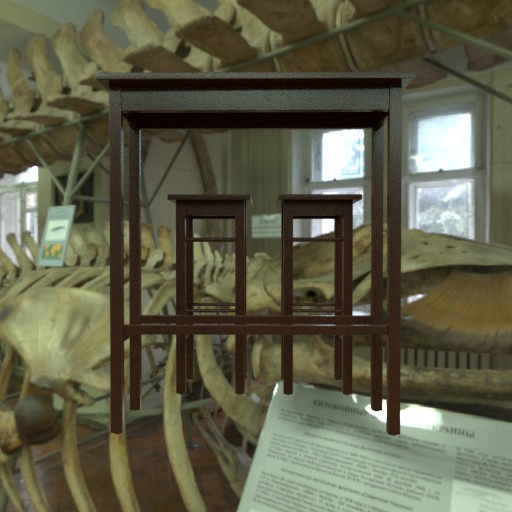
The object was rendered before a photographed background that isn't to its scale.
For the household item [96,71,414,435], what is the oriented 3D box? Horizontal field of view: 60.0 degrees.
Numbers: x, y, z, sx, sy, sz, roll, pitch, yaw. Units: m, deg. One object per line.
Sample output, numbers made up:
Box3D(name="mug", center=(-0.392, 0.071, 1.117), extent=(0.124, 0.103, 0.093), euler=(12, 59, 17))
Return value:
Box3D(name="household item", center=(0.000, 0.000, 1.617), extent=(0.914, 1.067, 0.676), euler=(0, 1, 1))
